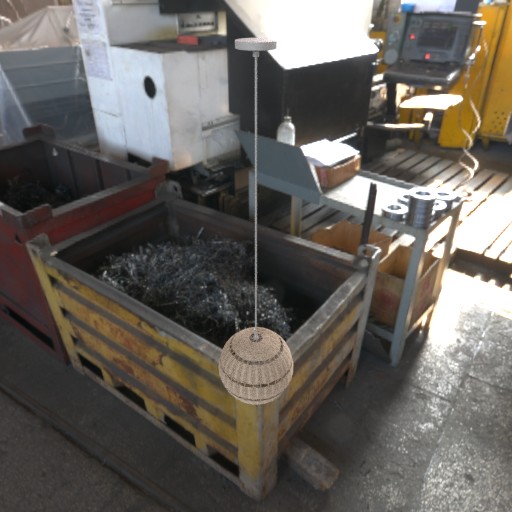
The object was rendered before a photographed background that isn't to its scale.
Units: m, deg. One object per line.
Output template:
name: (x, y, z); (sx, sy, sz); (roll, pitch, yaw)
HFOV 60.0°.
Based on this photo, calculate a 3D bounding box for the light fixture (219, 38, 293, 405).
light fixture: (0.000, 0.000, 2.294); (0.457, 2.019, 0.457); (-1, 32, -1)
